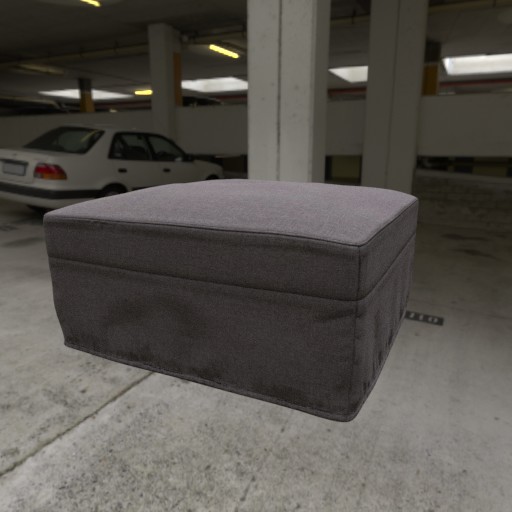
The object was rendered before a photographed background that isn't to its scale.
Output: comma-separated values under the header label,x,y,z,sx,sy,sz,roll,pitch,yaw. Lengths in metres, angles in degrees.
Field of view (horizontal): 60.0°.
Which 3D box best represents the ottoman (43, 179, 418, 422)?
label,x,y,z,sx,sy,sz,roll,pitch,yaw
ottoman,0.000,0.000,1.344,0.840,0.436,0.843,7,15,25
